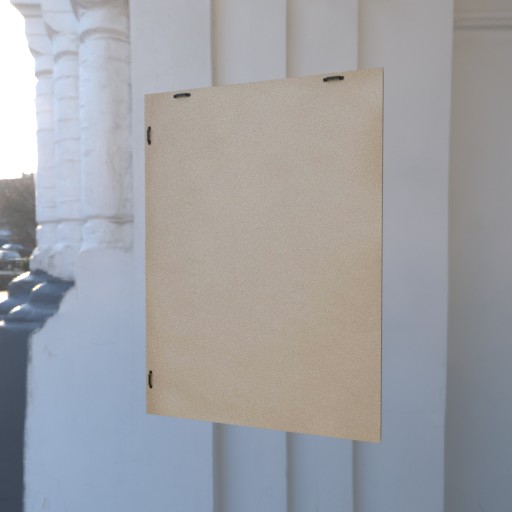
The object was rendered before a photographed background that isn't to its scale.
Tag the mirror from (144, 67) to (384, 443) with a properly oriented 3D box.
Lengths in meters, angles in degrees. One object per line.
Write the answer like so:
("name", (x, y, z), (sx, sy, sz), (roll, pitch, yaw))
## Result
("mirror", (0.000, 0.000, 0.925), (0.507, 0.710, 0.040), (0, 1, 17))
